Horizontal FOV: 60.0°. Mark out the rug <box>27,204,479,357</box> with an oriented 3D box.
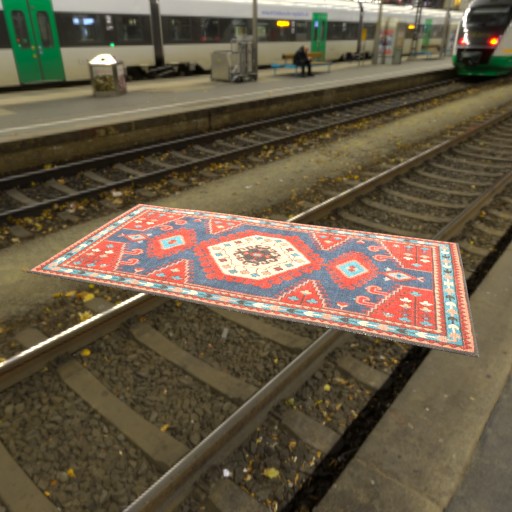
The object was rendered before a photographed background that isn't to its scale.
[{"bbox_3d":[0.000,0.000,3.453,3.032,0.034,1.522,8,28,16],"label":"rug"}]
